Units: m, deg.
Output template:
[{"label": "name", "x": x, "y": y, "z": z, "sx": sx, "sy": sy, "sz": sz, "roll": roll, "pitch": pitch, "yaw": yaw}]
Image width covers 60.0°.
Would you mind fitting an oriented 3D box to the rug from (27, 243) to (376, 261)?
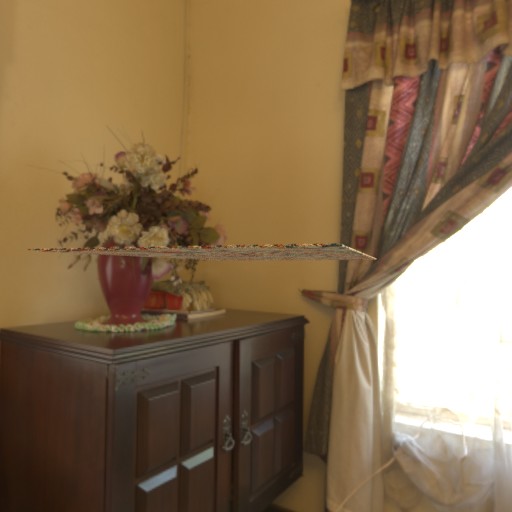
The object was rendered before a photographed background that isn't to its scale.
[{"label": "rug", "x": 0.000, "y": 0.000, "z": 3.151, "sx": 1.523, "sy": 0.010, "sz": 2.584, "roll": -1, "pitch": -2, "yaw": 18}]
